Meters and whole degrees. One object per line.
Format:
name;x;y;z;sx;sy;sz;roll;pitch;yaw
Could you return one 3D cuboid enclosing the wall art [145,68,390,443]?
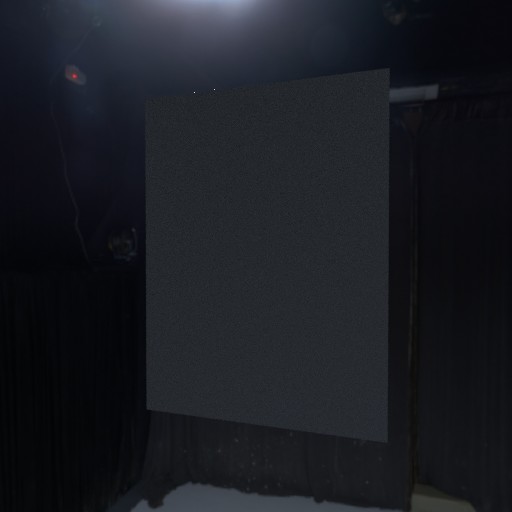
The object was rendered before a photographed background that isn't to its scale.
wall art;0.000;0.000;0.797;0.457;0.609;0.003;0;1;19
